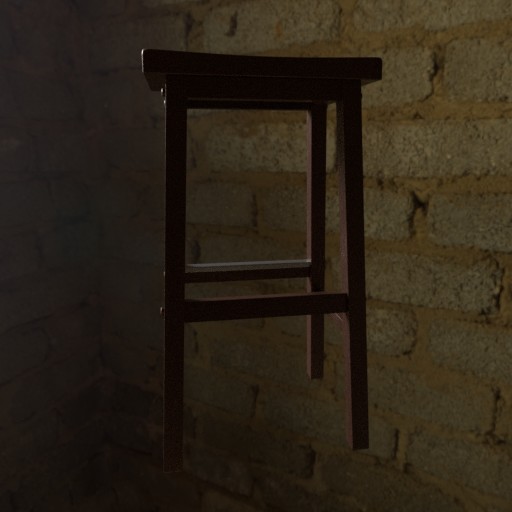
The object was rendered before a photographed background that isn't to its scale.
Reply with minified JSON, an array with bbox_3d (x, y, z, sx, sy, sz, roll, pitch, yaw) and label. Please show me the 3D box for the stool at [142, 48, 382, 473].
[{"bbox_3d":[0.000,0.000,0.925,0.406,0.742,0.322,-2,14,-10],"label":"stool"}]
